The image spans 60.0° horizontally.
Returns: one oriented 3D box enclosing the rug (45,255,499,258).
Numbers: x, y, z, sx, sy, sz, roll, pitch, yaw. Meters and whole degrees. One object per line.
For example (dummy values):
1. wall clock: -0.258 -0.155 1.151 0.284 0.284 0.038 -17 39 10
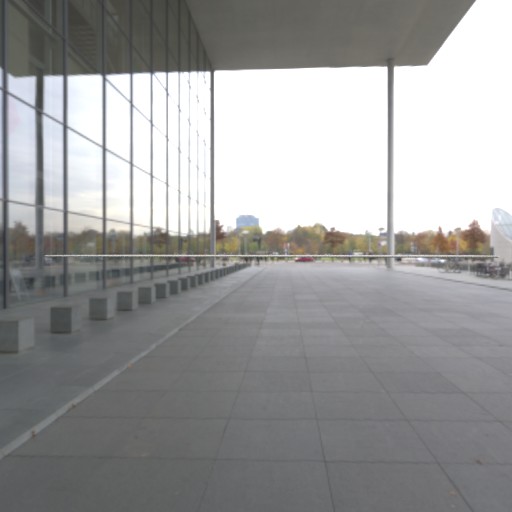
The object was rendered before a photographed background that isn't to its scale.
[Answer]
1. rug: 0.000 0.000 2.623 2.435 0.009 0.750 0 0 19
